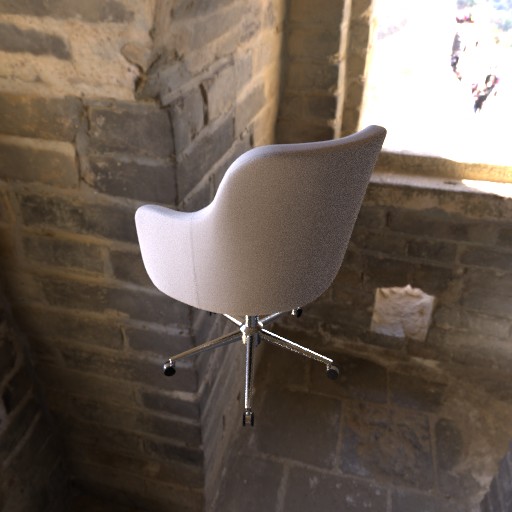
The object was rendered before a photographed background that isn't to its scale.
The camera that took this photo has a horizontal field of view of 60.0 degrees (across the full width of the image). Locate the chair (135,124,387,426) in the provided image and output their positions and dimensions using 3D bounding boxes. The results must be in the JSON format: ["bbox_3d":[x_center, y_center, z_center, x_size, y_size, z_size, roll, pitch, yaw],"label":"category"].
[{"bbox_3d":[0.000,0.000,1.286,0.602,0.819,0.647,-19,35,-29],"label":"chair"}]
